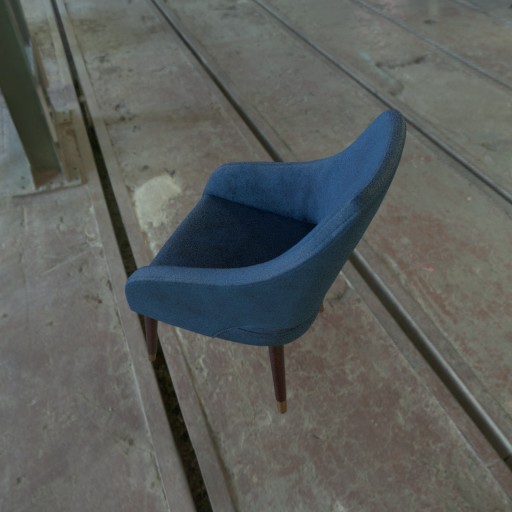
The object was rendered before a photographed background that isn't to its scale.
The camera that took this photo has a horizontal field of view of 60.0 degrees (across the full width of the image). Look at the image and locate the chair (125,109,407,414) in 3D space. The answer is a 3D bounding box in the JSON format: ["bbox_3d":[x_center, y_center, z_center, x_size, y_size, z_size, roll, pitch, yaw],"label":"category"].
[{"bbox_3d":[0.000,0.000,1.602,0.794,1.081,0.683,16,49,15],"label":"chair"}]
